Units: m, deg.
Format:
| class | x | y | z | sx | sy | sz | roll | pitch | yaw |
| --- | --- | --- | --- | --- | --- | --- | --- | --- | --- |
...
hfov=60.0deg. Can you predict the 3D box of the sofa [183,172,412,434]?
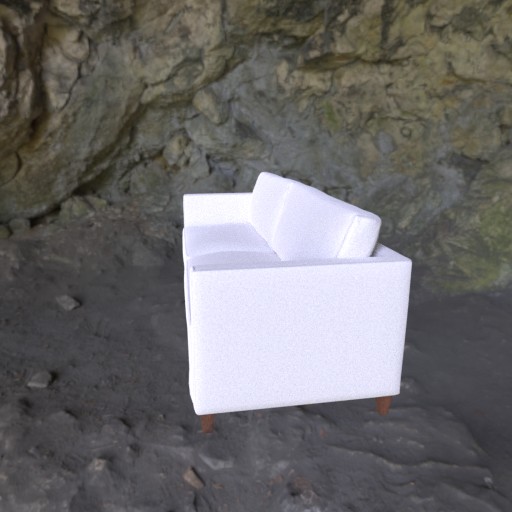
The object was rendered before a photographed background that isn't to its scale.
| class | x | y | z | sx | sy | sz | roll | pitch | yaw |
| --- | --- | --- | --- | --- | --- | --- | --- | --- | --- |
| sofa | 0.000 | 0.000 | 2.934 | 0.951 | 0.962 | 2.361 | -3 | 15 | -9 |
